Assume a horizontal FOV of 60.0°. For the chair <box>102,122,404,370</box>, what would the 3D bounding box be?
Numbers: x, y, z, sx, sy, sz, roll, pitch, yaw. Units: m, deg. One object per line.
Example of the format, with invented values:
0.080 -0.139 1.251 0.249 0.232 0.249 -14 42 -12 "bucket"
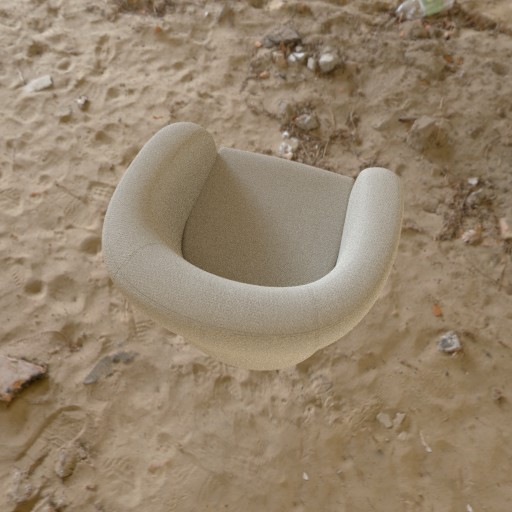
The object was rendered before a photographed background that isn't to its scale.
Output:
0.000 0.000 1.470 0.791 0.771 0.815 15 64 8 "chair"
